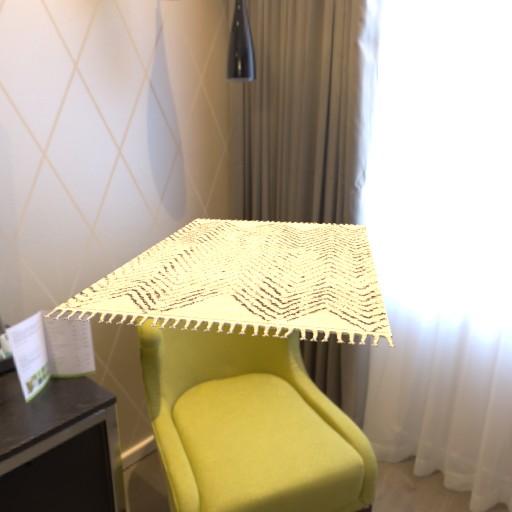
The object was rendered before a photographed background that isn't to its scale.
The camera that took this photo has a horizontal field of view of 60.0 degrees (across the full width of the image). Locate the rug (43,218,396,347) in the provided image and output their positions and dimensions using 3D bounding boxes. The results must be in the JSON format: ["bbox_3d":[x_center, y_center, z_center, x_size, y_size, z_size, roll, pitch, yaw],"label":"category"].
[{"bbox_3d":[0.000,0.000,2.346,1.230,0.014,1.847,3,17,10],"label":"rug"}]
